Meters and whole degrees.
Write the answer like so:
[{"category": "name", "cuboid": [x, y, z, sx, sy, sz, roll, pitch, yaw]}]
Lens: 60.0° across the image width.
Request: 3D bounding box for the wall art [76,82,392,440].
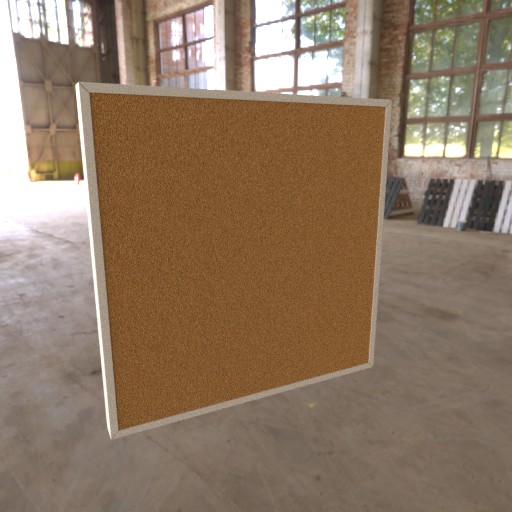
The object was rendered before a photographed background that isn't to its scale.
[{"category": "wall art", "cuboid": [0.000, 0.000, 0.734, 0.508, 0.508, 0.037, -7, 16, -26]}]
